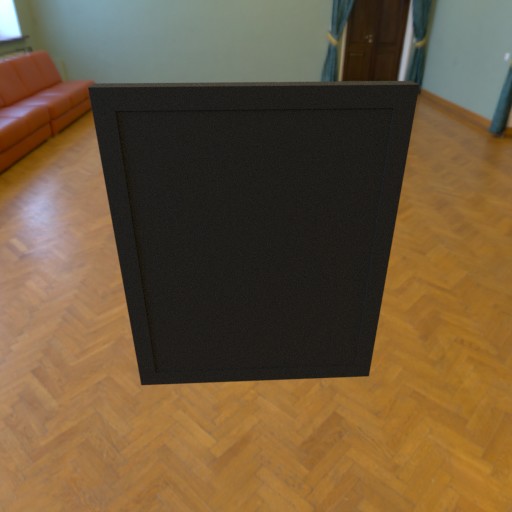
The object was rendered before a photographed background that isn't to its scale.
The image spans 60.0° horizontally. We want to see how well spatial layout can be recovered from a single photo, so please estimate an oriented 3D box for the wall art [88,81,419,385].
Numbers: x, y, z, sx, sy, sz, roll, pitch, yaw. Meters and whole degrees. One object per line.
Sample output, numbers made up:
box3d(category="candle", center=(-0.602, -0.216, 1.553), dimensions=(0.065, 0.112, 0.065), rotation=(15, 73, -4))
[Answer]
box3d(category="wall art", center=(0.000, 0.000, 0.763), dimensions=(0.457, 0.559, 0.033), rotation=(-2, 30, -3))
